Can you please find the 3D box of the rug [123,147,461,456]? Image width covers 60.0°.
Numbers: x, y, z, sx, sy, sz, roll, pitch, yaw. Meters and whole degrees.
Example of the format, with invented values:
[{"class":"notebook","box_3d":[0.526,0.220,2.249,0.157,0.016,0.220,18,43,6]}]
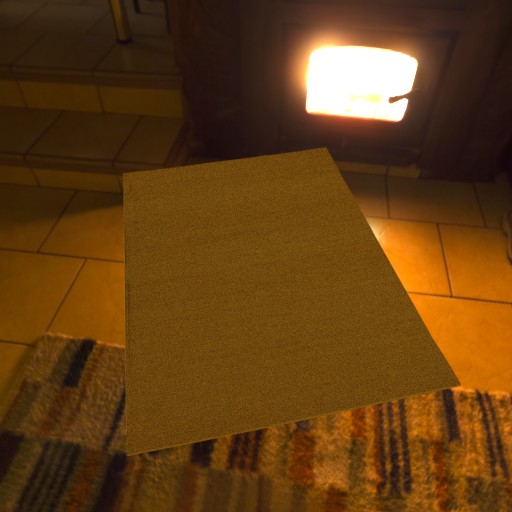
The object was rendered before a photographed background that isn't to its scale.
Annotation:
[{"class":"rug","box_3d":[0.000,0.000,4.164,2.434,0.045,3.202,-9,47,-8]}]
